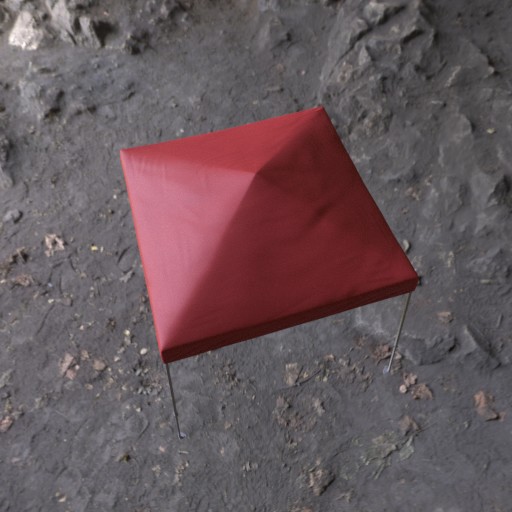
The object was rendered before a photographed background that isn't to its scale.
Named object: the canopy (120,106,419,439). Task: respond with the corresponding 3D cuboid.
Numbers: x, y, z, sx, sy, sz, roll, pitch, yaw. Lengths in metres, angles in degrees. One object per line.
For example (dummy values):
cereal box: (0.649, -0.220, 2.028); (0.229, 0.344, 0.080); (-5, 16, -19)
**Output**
canopy: (0.000, 0.000, 5.139); (2.849, 2.849, 2.848); (-15, 60, -9)
